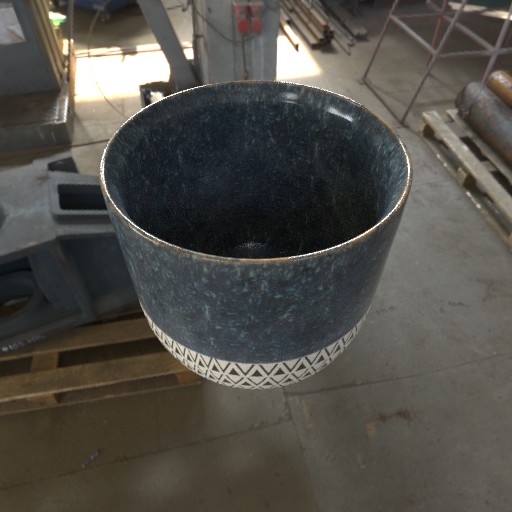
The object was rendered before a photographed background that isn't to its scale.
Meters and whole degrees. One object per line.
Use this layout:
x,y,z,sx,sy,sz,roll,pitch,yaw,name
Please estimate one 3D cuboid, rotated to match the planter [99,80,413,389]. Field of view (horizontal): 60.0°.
0.000,0.000,0.483,0.266,0.270,0.266,0,47,0,planter
